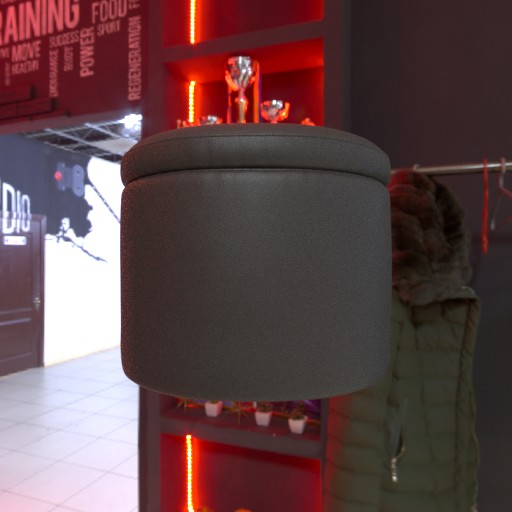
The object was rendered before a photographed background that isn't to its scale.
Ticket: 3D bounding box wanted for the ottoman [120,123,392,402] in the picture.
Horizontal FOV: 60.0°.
[{"bbox_3d":[0.000,0.000,0.851,0.500,0.409,0.500,0,0,0],"label":"ottoman"}]
